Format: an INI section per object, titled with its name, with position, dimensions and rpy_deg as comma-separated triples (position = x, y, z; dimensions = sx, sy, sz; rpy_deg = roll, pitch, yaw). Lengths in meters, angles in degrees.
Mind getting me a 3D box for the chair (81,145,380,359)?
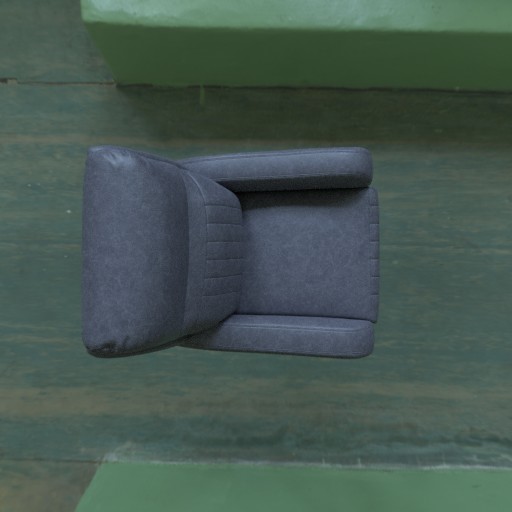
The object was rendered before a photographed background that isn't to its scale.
[chair]
position = 0.000, 0.000, 1.803
dimensions = 1.067, 1.067, 0.865
rpy_deg = 0, 89, 1
